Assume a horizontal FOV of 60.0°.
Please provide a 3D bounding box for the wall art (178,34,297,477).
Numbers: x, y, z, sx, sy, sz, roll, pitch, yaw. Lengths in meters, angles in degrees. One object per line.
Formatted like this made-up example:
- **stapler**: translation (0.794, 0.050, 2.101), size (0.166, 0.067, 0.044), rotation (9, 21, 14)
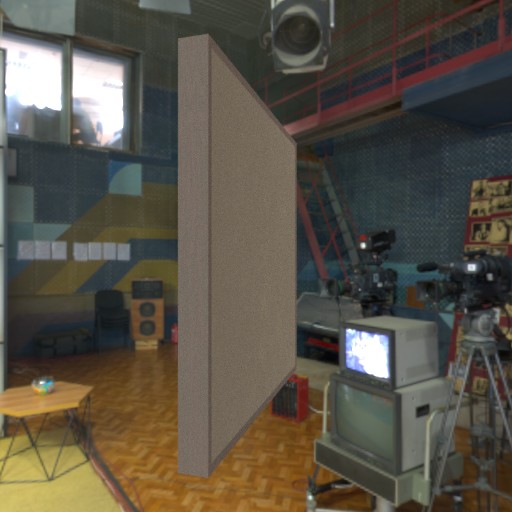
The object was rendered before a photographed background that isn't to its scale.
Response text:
- **wall art**: translation (0.000, 0.000, 0.754), size (0.038, 0.506, 0.508), rotation (0, 0, 17)
